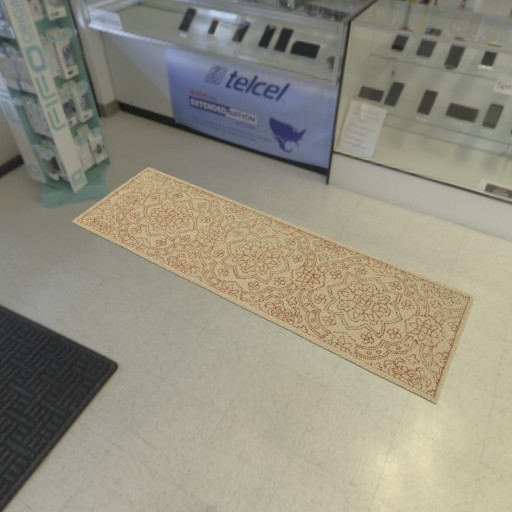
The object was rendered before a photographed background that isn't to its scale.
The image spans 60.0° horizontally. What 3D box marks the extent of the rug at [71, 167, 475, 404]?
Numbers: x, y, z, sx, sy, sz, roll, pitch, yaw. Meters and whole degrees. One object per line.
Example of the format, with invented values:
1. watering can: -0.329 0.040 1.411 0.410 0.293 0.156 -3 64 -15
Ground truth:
1. rug: 0.000 0.000 2.732 2.448 0.012 0.769 24 50 22
